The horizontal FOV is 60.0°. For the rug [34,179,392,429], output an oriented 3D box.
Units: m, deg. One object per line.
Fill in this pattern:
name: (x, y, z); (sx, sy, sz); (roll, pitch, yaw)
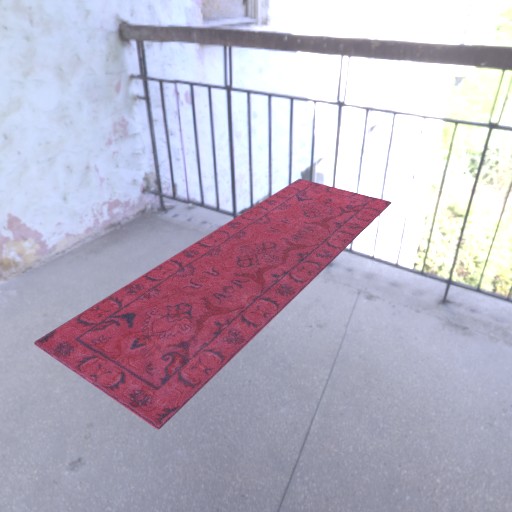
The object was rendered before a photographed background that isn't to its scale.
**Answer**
rug: (0.000, 0.000, 2.703); (0.813, 0.018, 2.439); (20, 37, 29)
